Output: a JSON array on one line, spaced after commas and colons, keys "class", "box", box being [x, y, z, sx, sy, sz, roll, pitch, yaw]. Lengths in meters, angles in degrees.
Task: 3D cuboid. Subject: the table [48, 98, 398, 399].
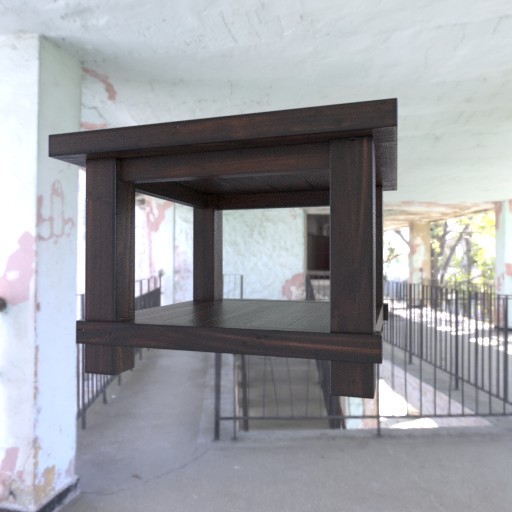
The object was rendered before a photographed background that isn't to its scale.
[{"class": "table", "box": [0.000, 0.000, 0.994, 0.606, 0.437, 0.593, 0, -1, 18]}]
